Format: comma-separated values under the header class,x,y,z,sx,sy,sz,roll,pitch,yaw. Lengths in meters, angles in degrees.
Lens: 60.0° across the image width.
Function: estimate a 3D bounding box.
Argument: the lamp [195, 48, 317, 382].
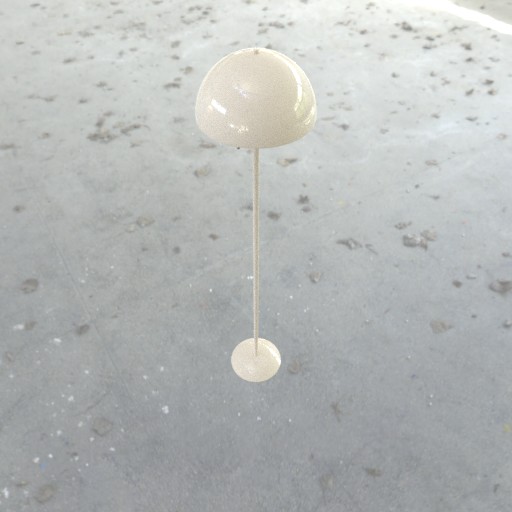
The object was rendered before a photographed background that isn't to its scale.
class,x,y,z,sx,sy,sz,roll,pitch,yaw
lamp,0.000,0.000,1.622,0.328,1.480,0.328,-25,52,-21
